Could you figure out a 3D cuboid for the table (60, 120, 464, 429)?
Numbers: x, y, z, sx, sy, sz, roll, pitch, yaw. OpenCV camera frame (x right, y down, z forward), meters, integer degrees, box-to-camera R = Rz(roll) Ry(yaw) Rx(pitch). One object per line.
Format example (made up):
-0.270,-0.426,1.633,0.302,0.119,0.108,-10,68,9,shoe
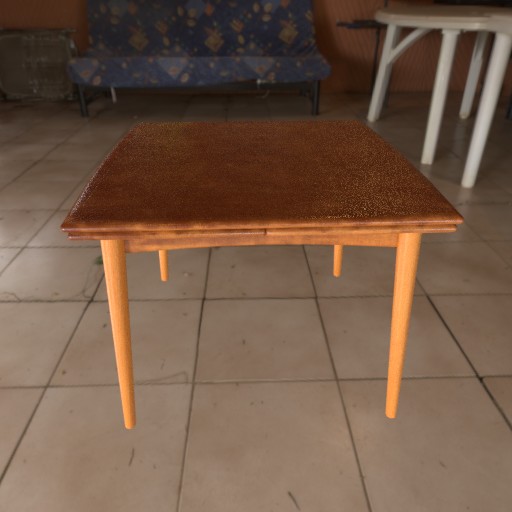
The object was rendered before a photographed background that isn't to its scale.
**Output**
0.000,0.000,1.641,0.991,0.754,0.991,-1,30,-2,table
